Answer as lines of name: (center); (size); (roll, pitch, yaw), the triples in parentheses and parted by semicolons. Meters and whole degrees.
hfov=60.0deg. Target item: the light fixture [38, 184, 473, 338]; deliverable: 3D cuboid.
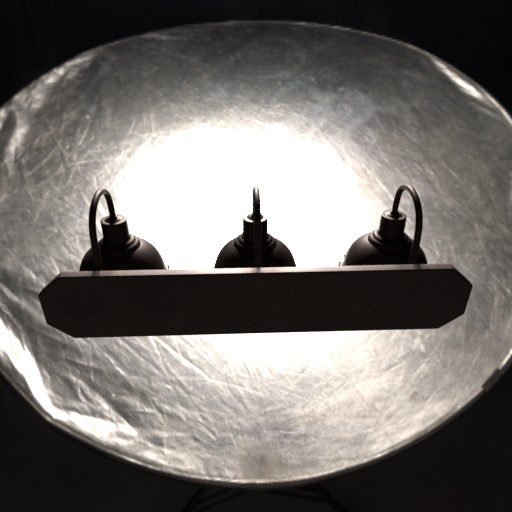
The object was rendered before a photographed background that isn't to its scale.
light fixture: (0.000, 0.000, 0.747); (0.634, 0.254, 0.229); (-1, 31, -2)
